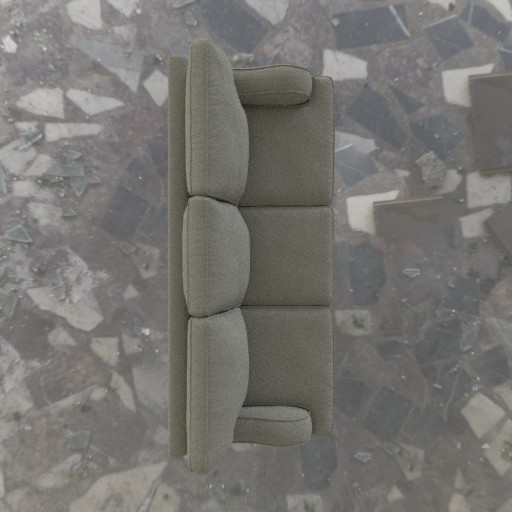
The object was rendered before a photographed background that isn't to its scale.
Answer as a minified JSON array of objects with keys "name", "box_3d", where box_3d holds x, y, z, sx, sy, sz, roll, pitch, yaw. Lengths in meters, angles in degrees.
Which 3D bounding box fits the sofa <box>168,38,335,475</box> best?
[{"name":"sofa","box_3d":[0.000,0.000,2.792,1.016,0.997,2.323,0,90,-1]}]
